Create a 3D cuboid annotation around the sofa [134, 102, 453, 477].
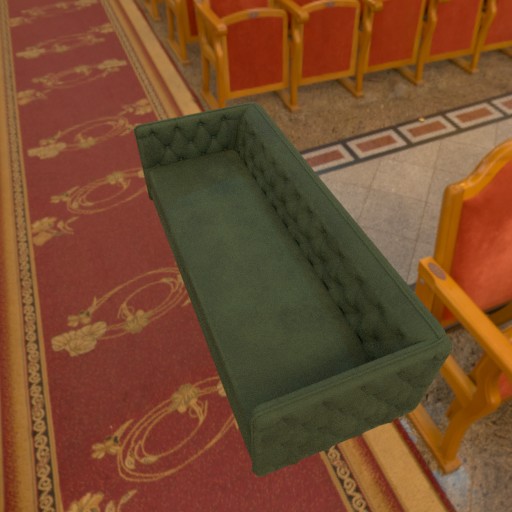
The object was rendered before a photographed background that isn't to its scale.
[{"bbox_3d":[0.000,0.000,2.633,0.895,0.771,2.209,-16,49,-15],"label":"sofa"}]
